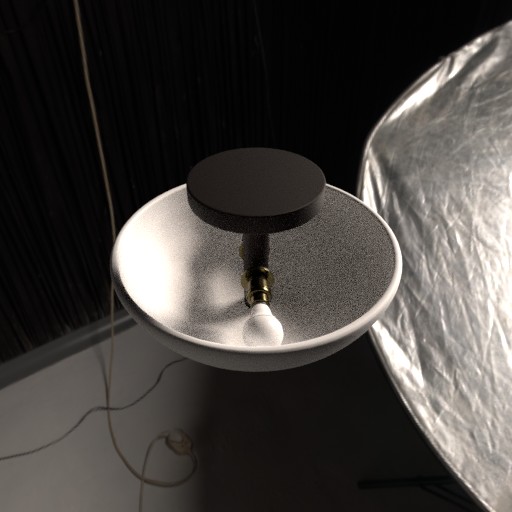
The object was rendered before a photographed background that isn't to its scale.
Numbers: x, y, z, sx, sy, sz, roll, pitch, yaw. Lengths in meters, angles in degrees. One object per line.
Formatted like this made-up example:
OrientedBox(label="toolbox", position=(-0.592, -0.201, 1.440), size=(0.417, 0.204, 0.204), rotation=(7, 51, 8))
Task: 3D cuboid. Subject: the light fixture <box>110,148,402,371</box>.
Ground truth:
OrientedBox(label="light fixture", position=(0.000, 0.000, 0.531), size=(0.331, 0.212, 0.331), rotation=(0, 39, 0))
